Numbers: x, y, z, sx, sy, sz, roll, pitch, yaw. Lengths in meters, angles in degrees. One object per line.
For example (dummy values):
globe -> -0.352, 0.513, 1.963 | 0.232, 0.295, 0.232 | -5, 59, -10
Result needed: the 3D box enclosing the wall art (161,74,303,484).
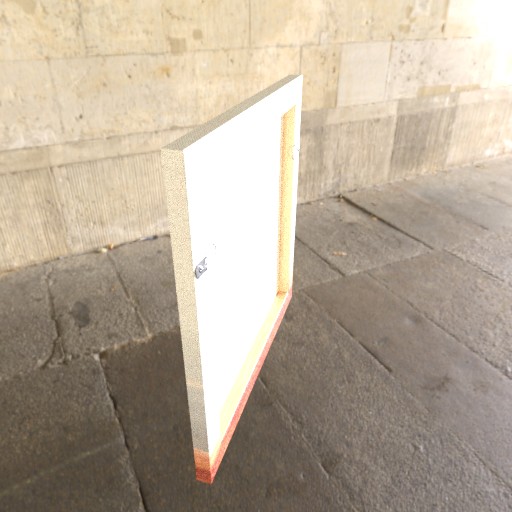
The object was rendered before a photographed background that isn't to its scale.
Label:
wall art -> 0.000, 0.000, 1.122 | 0.042, 0.760, 0.760 | 9, 31, 15
